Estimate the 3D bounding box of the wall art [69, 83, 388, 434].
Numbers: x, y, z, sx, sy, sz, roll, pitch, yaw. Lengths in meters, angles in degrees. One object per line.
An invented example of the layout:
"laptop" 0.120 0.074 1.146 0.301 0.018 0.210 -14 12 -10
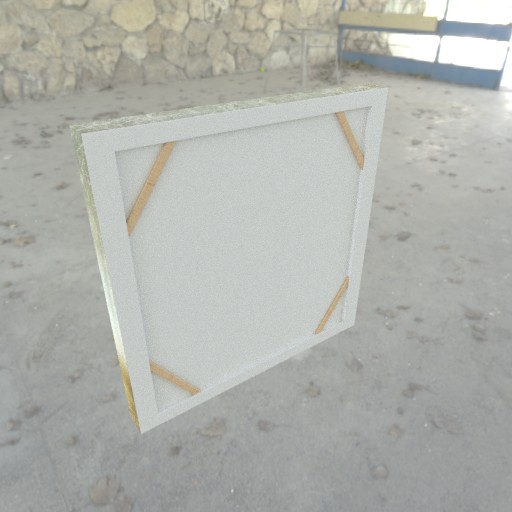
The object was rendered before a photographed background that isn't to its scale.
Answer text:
"wall art" 0.000 0.000 0.610 0.405 0.407 0.038 -19 36 -29
